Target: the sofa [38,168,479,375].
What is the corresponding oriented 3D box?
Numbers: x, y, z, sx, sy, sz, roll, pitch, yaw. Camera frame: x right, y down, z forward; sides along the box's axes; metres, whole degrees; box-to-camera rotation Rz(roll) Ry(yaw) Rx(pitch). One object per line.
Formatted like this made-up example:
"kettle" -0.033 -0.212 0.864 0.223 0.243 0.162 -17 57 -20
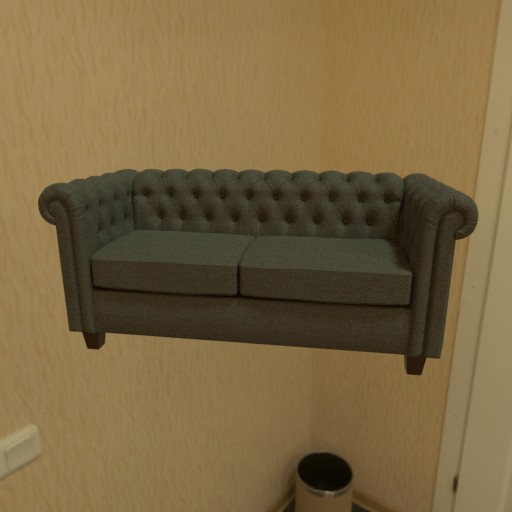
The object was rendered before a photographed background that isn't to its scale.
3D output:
"sofa" 0.000 0.000 2.207 1.798 0.797 0.783 3 16 9
